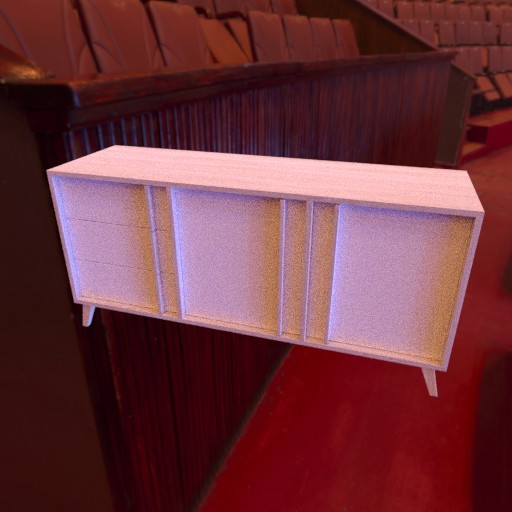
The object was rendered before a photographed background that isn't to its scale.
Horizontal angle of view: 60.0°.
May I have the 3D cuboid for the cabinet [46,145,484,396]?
[{"bbox_3d":[0.000,0.000,1.990,1.649,0.780,0.500,8,27,15],"label":"cabinet"}]
